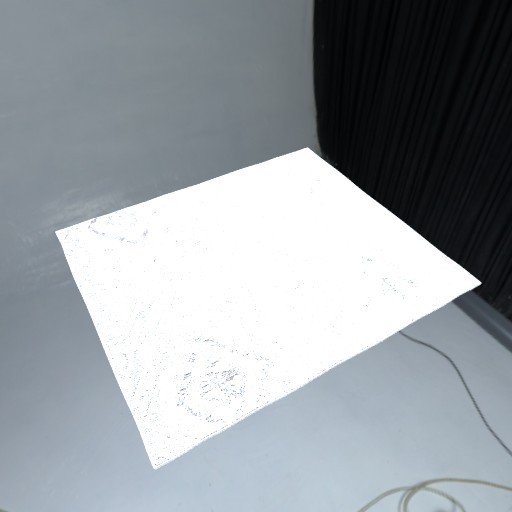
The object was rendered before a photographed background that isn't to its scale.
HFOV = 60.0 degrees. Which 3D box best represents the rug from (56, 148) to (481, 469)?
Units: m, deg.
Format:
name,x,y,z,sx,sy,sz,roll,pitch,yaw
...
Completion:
name,x,y,z,sx,sy,sz,roll,pitch,yaw
rug,0.000,0.000,0.863,0.639,0.006,0.548,-23,49,-21
